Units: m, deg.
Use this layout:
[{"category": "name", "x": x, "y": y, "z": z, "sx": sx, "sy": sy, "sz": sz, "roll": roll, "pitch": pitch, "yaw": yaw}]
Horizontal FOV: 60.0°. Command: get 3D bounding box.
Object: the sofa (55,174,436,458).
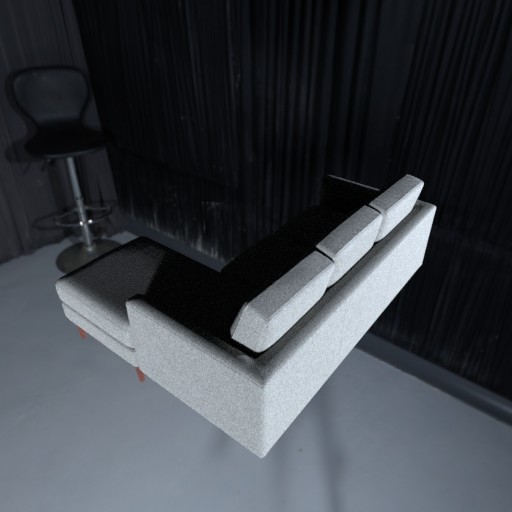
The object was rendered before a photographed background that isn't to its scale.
[{"category": "sofa", "x": 0.000, "y": 0.000, "z": 3.027, "sx": 1.667, "sy": 0.957, "sz": 2.055, "roll": 24, "pitch": 41, "yaw": 31}]
